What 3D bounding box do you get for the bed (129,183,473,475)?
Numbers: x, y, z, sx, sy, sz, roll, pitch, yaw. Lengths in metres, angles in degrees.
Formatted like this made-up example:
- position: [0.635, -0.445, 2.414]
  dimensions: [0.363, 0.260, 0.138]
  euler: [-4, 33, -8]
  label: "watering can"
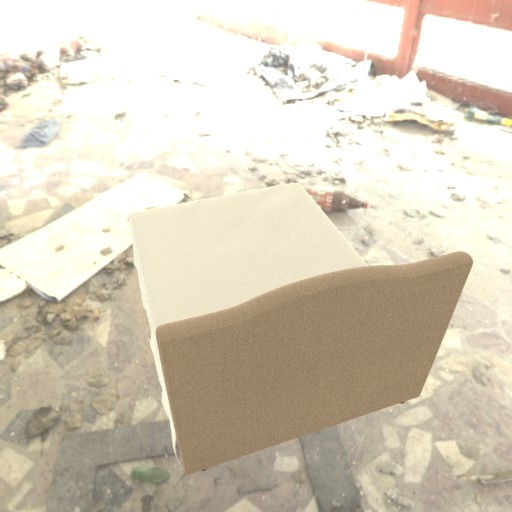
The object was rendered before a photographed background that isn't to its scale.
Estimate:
- position: [0.000, 0.000, 3.385]
  dimensions: [1.821, 1.436, 2.282]
  euler: [-12, 41, -15]
  label: "bed"
